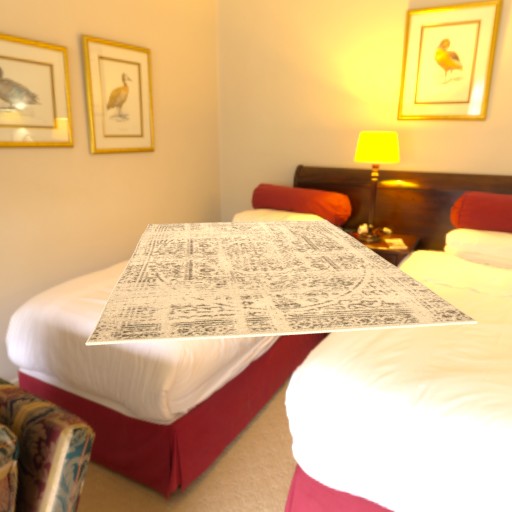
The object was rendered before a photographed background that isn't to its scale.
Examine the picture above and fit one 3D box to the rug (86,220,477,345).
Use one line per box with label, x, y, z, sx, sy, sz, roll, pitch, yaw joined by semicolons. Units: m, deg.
rug;0.000;0.000;3.044;1.706;0.026;2.438;-2;16;-7
